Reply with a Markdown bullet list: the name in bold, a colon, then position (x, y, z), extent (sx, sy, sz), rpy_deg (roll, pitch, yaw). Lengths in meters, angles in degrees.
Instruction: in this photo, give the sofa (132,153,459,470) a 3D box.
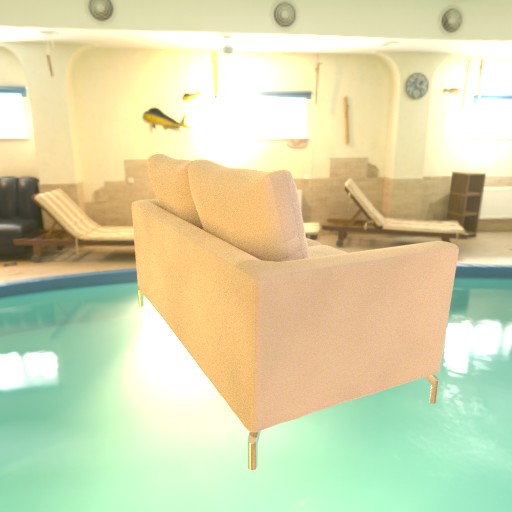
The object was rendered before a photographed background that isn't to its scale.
- **sofa**: position (0.000, 0.000, 2.298), extent (0.906, 0.995, 1.739), rpy_deg (-8, 17, -26)
